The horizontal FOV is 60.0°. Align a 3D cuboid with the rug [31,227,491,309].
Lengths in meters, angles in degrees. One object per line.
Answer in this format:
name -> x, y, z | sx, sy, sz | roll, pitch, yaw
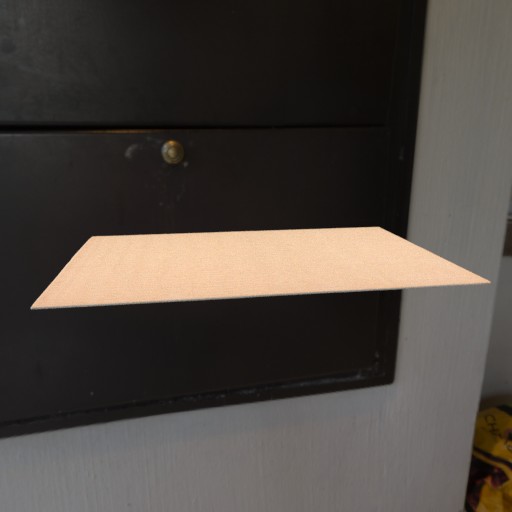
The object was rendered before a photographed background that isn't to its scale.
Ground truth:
rug -> 0.000, 0.000, 3.014 | 2.441, 0.014, 1.531 | -2, 16, -9
